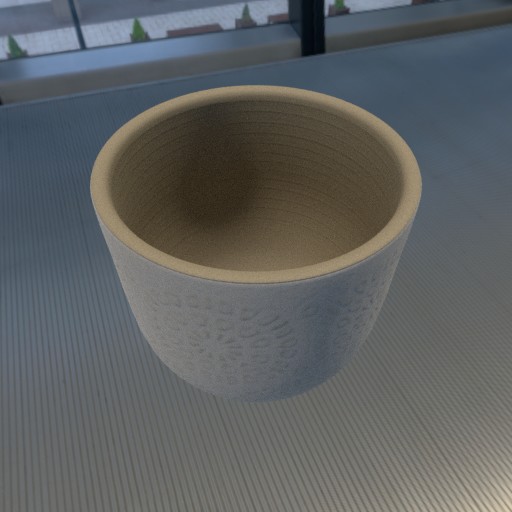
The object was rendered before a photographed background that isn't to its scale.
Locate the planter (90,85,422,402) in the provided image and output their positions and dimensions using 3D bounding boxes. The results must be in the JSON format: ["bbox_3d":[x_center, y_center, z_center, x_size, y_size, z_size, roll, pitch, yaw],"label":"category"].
[{"bbox_3d":[0.000,0.000,0.210,0.124,0.109,0.124,0,47,0],"label":"planter"}]
